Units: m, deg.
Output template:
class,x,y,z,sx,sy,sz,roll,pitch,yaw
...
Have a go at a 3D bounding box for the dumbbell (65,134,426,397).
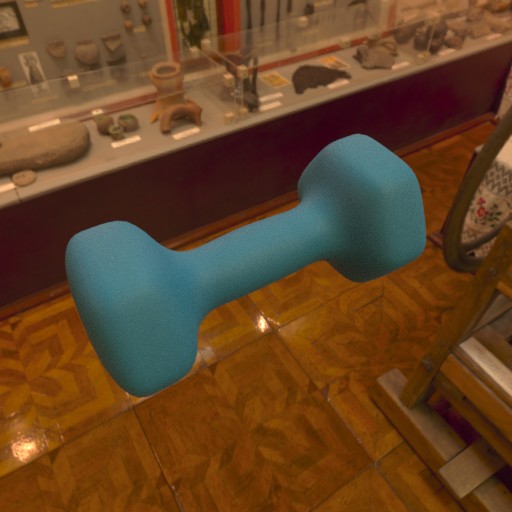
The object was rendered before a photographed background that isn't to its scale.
class,x,y,z,sx,sy,sz,roll,pitch,yaw
dumbbell,0.000,0.000,0.196,0.152,0.066,0.074,-23,51,-20
